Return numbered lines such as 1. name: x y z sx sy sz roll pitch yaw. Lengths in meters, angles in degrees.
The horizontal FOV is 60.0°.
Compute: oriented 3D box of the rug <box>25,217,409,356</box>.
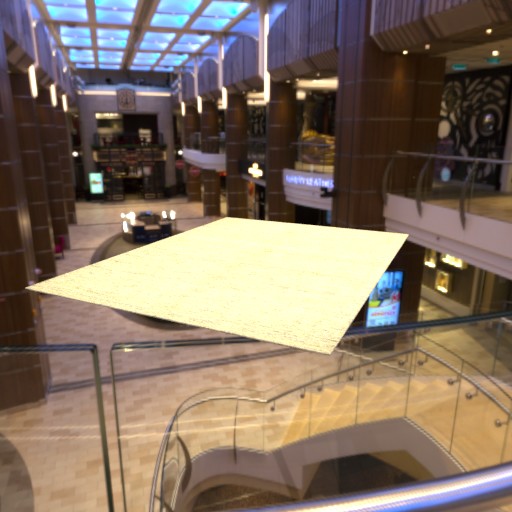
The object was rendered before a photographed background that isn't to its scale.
1. rug: 0.000 0.000 4.313 2.437 0.014 3.201 8 18 25
